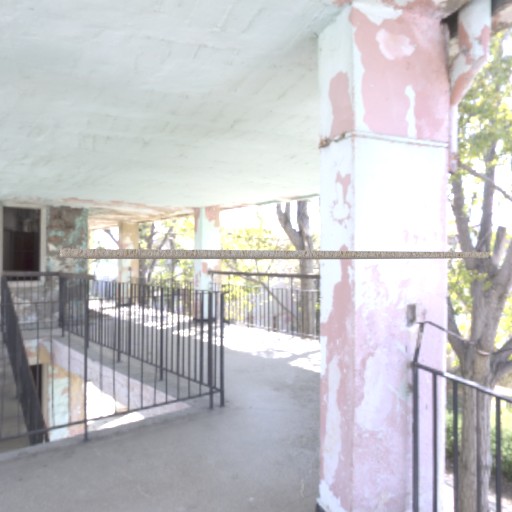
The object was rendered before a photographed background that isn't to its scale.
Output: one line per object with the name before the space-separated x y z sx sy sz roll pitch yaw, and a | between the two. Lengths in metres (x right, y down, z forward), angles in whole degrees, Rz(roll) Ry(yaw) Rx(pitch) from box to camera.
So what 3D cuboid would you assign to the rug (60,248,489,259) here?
rug | 0.000 0.000 2.099 1.600 0.025 1.199 0 -1 -19
